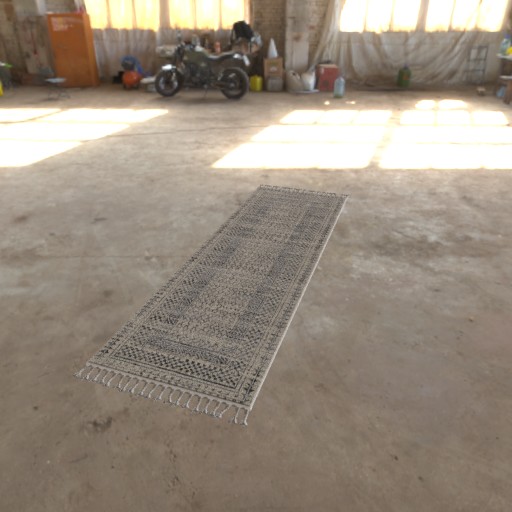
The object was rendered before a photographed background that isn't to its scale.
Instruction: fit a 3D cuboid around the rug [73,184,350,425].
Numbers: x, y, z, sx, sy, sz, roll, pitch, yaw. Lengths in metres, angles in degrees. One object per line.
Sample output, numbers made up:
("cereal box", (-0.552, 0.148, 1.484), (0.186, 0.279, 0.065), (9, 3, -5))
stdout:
("rug", (0.000, 0.000, 2.757), (0.786, 0.013, 2.480), (10, 31, 17))
